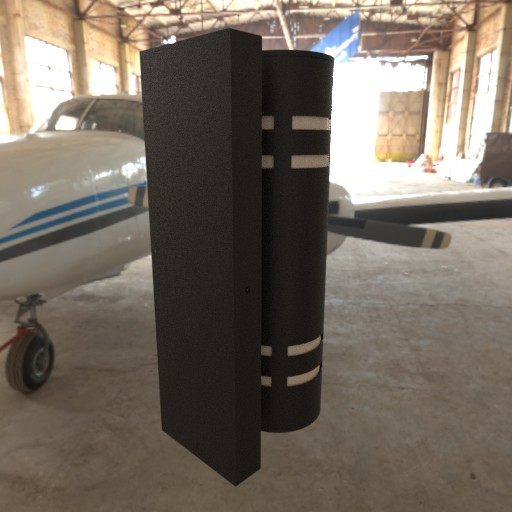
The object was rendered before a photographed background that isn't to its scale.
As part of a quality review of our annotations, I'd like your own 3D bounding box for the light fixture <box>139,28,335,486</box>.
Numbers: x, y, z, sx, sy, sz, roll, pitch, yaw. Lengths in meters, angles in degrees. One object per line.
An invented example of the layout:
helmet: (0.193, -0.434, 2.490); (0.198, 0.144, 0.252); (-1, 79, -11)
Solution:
light fixture: (0.000, 0.000, 0.395); (0.105, 0.330, 0.149); (14, 20, 43)
